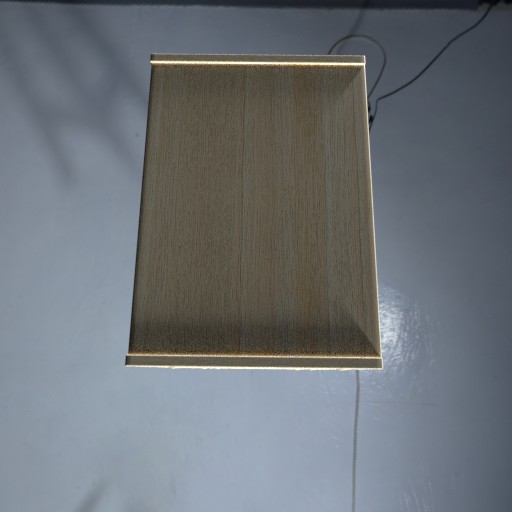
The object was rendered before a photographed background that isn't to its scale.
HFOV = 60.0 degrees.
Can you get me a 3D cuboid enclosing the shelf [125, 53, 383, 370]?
[{"bbox_3d":[0.000,0.000,0.835,0.290,0.592,0.414,1,76,0],"label":"shelf"}]
